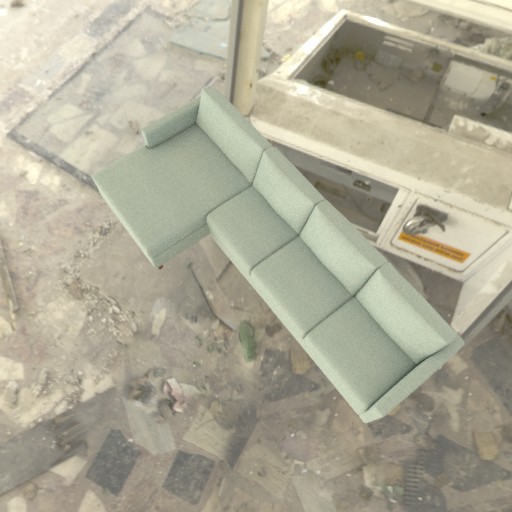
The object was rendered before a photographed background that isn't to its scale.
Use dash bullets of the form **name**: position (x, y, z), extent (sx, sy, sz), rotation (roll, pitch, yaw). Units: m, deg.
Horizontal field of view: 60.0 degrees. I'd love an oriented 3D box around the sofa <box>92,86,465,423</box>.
- **sofa**: position (0.000, 0.000, 4.134), extent (1.600, 0.953, 3.470), rotation (-35, 70, -15)
